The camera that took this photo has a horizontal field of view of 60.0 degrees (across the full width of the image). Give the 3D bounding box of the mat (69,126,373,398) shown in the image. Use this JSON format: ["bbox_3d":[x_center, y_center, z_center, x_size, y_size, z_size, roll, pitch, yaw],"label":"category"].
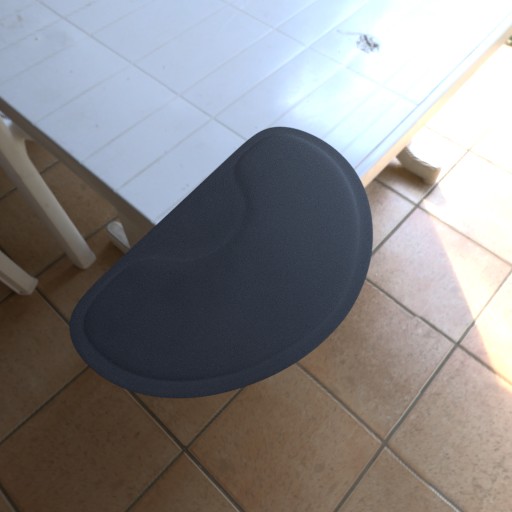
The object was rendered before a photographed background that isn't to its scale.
[{"bbox_3d":[0.000,0.000,1.909,0.913,0.013,1.524,33,64,18],"label":"mat"}]
